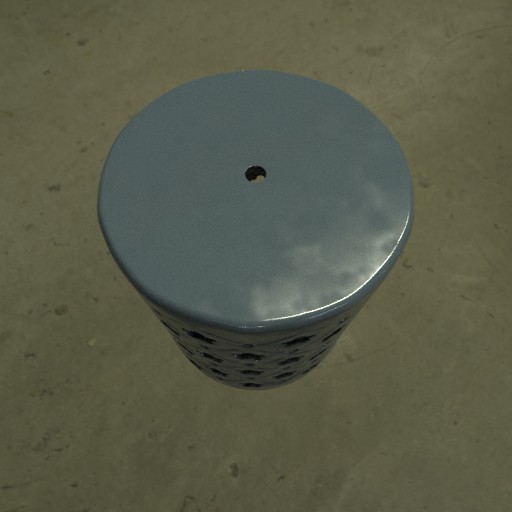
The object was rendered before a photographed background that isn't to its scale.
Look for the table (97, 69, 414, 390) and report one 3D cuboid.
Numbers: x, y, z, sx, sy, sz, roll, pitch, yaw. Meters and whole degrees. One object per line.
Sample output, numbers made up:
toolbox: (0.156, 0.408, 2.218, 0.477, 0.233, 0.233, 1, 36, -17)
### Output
table: (0.000, 0.000, 0.655, 0.352, 0.387, 0.352, 0, 62, 0)
